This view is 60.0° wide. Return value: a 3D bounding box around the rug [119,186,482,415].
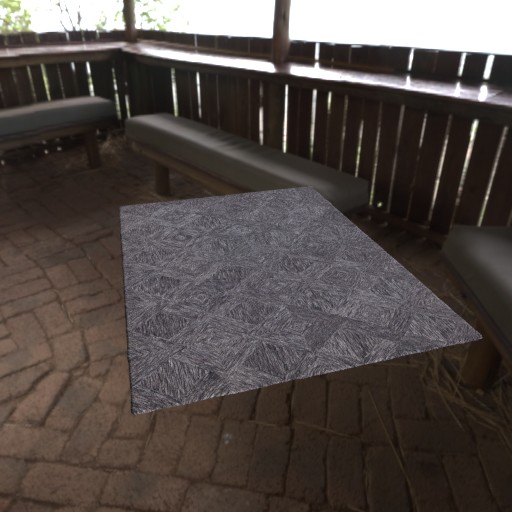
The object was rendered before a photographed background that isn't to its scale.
[{"bbox_3d":[0.000,0.000,4.192,2.448,0.017,3.204,-8,30,-14],"label":"rug"}]
